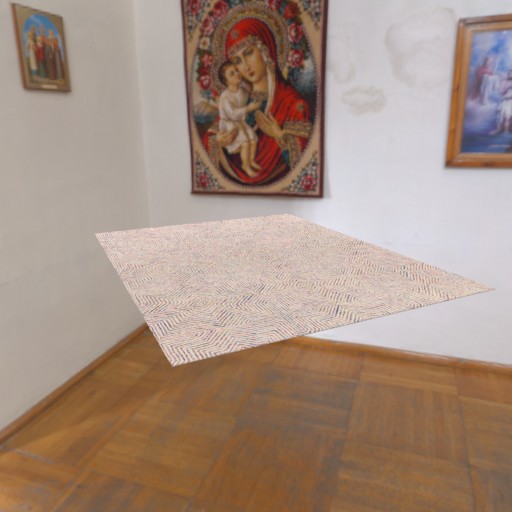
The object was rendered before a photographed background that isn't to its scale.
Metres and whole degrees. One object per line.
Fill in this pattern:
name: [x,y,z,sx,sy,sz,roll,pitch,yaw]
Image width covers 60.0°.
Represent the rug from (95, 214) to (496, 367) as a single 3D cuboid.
rug: [0.000,0.000,4.059,2.442,0.008,3.046,-8,19,-25]
